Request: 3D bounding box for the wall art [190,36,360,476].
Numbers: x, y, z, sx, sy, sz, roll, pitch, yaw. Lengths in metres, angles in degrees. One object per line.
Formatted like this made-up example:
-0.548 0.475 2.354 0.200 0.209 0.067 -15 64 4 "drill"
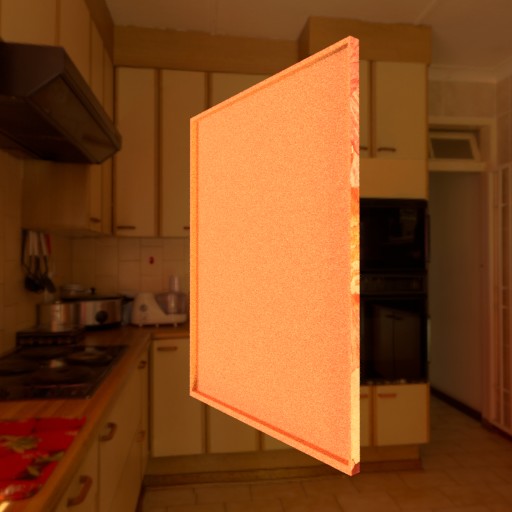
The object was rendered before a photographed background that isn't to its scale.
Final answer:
0.000 0.000 1.332 0.031 1.015 0.762 0 -1 -37 "wall art"
